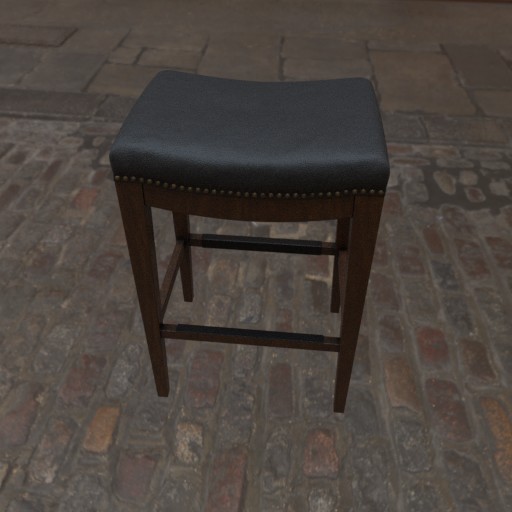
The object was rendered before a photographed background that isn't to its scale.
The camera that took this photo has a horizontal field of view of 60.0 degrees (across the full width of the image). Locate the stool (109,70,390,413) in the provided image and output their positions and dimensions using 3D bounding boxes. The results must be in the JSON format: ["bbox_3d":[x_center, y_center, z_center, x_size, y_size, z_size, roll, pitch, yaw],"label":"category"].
[{"bbox_3d":[0.000,0.000,1.051,0.500,0.765,0.361,4,44,4],"label":"stool"}]
